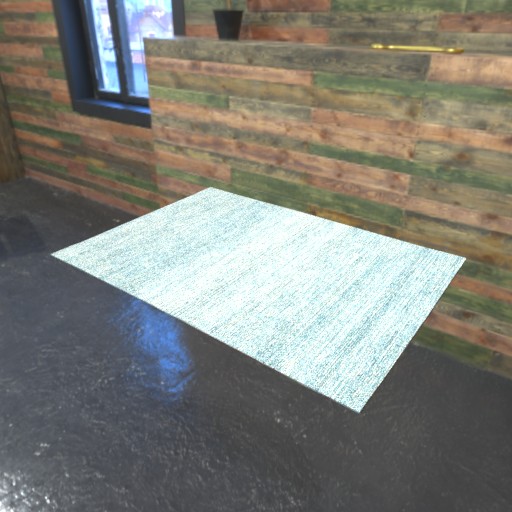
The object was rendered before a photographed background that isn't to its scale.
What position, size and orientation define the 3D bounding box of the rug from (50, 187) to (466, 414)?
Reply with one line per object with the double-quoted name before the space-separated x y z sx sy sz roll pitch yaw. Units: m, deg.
"rug" 0.000 0.000 2.935 2.260 0.026 1.611 20 35 32
